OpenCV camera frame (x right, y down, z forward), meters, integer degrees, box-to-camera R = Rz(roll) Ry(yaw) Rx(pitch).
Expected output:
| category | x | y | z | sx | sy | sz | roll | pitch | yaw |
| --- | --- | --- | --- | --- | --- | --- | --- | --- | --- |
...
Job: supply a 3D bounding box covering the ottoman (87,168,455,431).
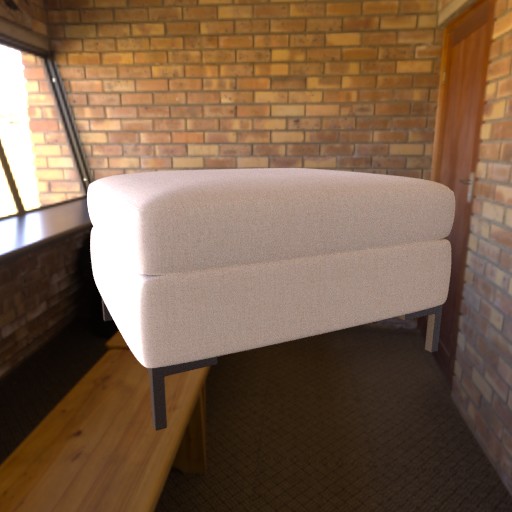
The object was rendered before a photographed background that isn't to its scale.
| category | x | y | z | sx | sy | sz | roll | pitch | yaw |
| --- | --- | --- | --- | --- | --- | --- | --- | --- | --- |
| ottoman | 0.000 | 0.000 | 1.204 | 0.794 | 0.453 | 0.657 | -7 | 15 | -26 |
